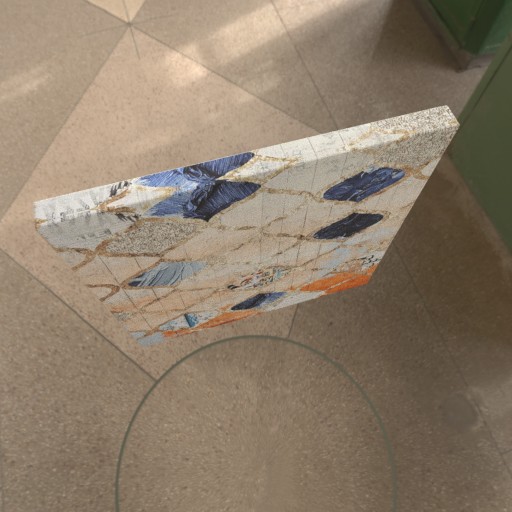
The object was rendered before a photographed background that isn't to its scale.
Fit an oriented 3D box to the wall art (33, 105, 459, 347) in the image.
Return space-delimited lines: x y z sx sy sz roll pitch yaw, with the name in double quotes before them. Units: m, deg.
"wall art" 0.000 0.000 0.741 0.507 0.508 0.038 -15 65 -7
